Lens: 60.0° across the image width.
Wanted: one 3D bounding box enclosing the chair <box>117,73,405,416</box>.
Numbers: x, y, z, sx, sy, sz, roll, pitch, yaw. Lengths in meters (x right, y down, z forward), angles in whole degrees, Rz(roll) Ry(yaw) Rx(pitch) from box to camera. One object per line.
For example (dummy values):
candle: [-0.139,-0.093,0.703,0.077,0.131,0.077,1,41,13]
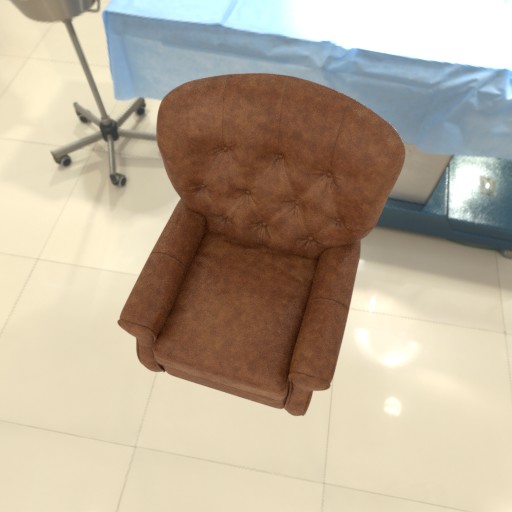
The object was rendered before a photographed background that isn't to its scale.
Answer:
chair: [0.000,0.000,1.930,0.951,1.164,1.059,15,60,9]
